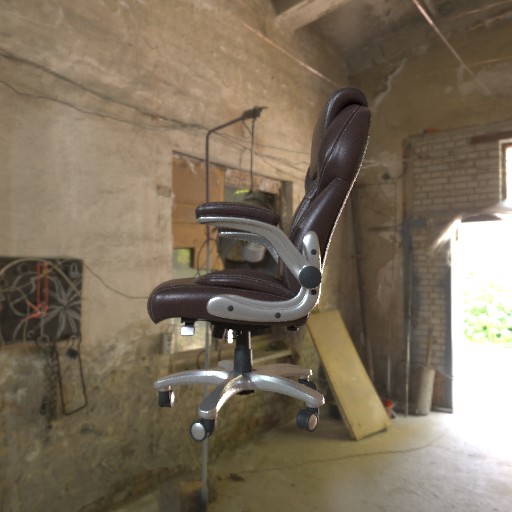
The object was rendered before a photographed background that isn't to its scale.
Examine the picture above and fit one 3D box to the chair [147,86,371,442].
[{"bbox_3d":[0.000,0.000,1.674,0.774,1.160,0.733,0,-1,1],"label":"chair"}]
